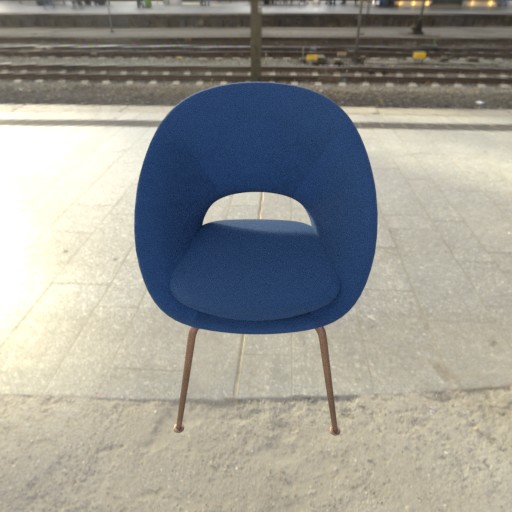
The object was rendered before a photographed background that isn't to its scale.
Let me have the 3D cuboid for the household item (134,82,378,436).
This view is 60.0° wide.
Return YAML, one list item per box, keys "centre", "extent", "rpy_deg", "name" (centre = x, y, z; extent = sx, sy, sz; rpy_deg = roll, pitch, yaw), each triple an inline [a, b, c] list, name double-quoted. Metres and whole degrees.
- centre: [0.000, 0.000, 1.274]
  extent: [0.623, 0.852, 0.573]
  rpy_deg: [1, 32, 1]
  name: "household item"
